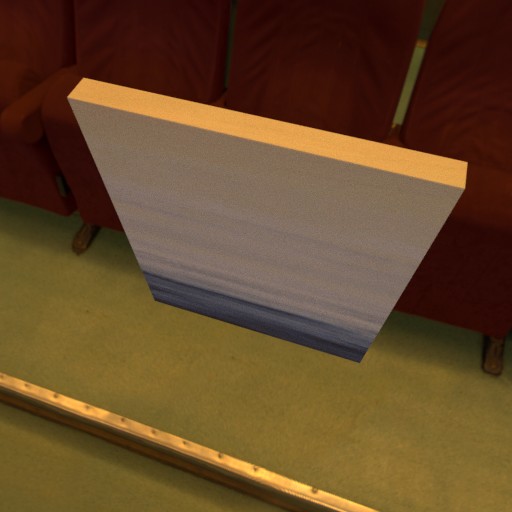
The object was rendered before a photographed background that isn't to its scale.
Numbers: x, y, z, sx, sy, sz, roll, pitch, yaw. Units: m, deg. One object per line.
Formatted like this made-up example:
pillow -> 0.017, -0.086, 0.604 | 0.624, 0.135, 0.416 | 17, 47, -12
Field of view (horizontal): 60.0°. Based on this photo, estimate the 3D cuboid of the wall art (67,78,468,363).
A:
wall art -> 0.000, 0.000, 0.688 | 0.435, 0.511, 0.037 | 15, 59, 9
